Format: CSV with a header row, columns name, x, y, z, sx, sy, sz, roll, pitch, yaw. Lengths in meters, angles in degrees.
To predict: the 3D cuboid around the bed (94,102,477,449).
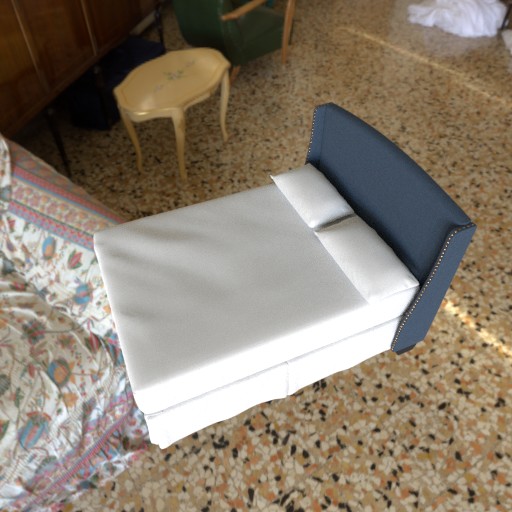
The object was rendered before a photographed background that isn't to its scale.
name,x,y,z,sx,sy,sz,roll,pitch,yaw
bed,0.000,0.000,3.349,2.237,1.407,1.710,-17,48,-16
